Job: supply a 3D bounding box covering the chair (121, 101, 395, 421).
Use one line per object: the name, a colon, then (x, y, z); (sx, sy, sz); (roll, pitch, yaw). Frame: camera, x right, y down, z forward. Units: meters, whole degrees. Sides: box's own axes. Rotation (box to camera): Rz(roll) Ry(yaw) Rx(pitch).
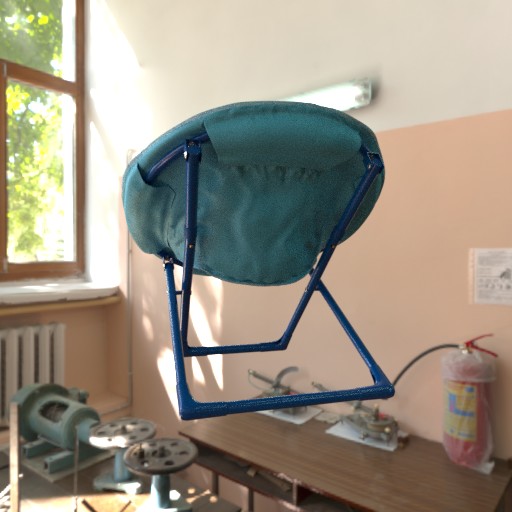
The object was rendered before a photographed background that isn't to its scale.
chair: (0.000, 0.000, 0.897); (0.520, 0.478, 0.465); (0, 1, -17)
